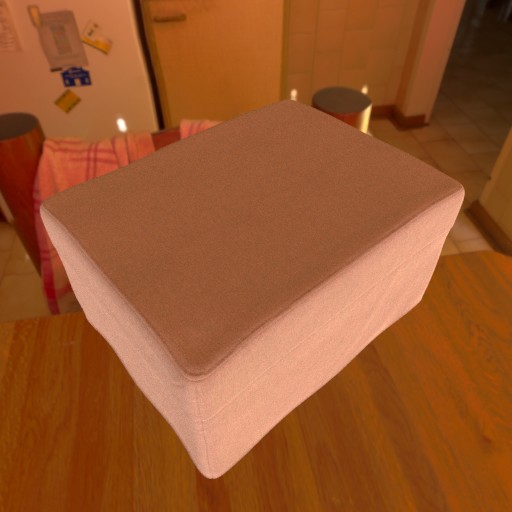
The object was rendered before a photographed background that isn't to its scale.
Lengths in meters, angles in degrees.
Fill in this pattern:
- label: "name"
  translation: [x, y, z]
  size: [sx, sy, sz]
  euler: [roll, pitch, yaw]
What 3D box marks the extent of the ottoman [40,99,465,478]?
- label: "ottoman"
  translation: [0.000, 0.000, 1.205]
  size: [0.833, 0.461, 0.648]
  euler: [-32, 53, -28]
